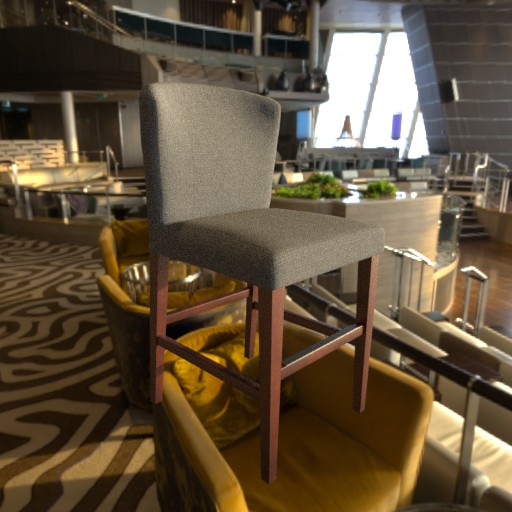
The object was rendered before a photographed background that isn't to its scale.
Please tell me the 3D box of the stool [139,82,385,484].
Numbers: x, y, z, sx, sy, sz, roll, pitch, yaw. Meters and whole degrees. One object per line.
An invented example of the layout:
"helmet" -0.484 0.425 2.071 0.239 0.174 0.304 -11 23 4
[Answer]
"stool" 0.000 0.000 1.271 0.568 0.968 0.479 14 20 43
